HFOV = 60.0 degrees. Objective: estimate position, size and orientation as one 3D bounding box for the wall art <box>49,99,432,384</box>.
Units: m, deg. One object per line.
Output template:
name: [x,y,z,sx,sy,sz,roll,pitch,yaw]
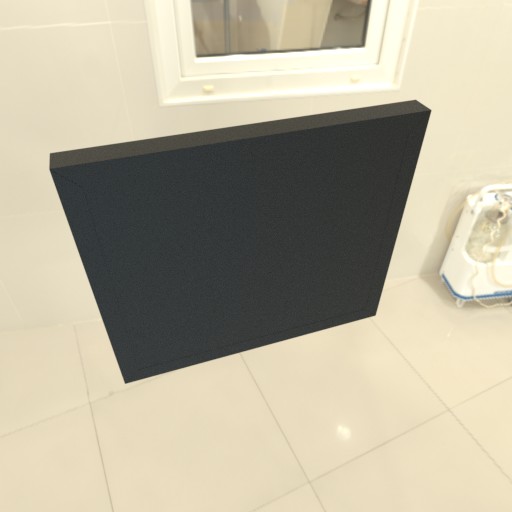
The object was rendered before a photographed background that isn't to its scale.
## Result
wall art: [0.000,0.000,0.543,0.381,0.330,0.029,-12,43,-14]
